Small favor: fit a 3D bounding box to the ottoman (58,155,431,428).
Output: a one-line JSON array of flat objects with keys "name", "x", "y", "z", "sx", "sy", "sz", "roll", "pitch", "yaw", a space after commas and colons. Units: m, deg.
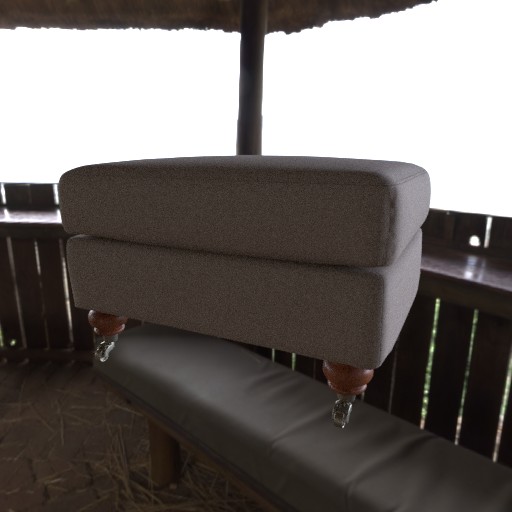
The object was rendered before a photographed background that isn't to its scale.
[{"name": "ottoman", "x": 0.000, "y": 0.000, "z": 1.124, "sx": 0.773, "sy": 0.497, "sz": 0.574, "roll": 7, "pitch": 15, "yaw": 25}]
